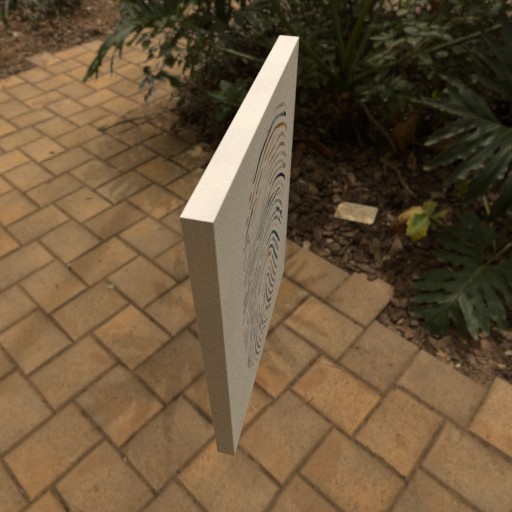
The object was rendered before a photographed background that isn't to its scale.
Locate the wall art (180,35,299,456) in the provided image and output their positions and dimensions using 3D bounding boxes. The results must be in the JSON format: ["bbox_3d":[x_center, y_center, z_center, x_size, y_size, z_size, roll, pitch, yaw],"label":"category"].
[{"bbox_3d":[0.000,0.000,0.826,0.037,0.606,0.508,10,46,9],"label":"wall art"}]
